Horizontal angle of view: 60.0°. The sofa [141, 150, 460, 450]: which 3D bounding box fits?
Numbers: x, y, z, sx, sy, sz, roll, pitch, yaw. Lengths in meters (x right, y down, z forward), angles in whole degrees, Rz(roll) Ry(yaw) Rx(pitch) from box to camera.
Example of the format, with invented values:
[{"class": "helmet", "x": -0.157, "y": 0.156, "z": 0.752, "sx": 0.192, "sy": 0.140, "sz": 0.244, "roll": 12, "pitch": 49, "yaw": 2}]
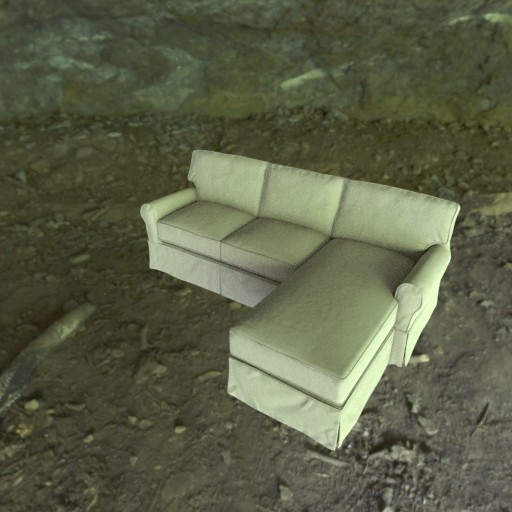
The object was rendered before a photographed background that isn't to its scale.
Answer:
[{"class": "sofa", "x": 0.000, "y": 0.000, "z": 3.346, "sx": 2.475, "sy": 0.978, "sz": 1.733, "roll": 18, "pitch": 34, "yaw": 29}]
